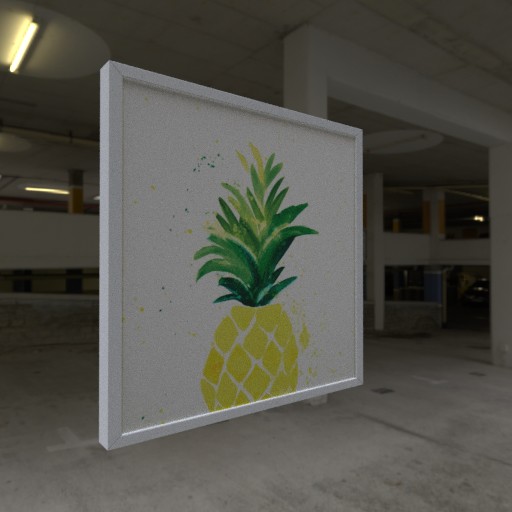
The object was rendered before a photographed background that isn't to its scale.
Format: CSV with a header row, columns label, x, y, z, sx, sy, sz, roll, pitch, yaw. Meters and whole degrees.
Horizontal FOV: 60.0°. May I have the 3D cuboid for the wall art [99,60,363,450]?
label,x,y,z,sx,sy,sz,roll,pitch,yaw
wall art,0.000,0.000,0.743,0.508,0.507,0.035,0,-1,-37
